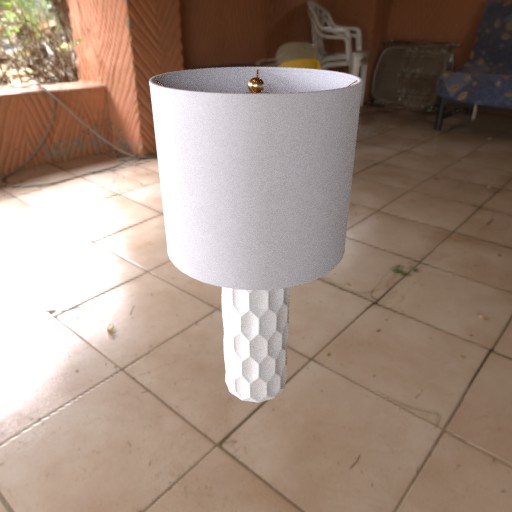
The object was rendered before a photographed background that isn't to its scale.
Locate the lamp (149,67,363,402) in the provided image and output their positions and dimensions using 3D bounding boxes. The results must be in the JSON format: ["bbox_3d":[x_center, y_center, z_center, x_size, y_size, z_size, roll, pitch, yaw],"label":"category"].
[{"bbox_3d":[0.000,0.000,0.713,0.277,0.537,0.277,22,35,34],"label":"lamp"}]
